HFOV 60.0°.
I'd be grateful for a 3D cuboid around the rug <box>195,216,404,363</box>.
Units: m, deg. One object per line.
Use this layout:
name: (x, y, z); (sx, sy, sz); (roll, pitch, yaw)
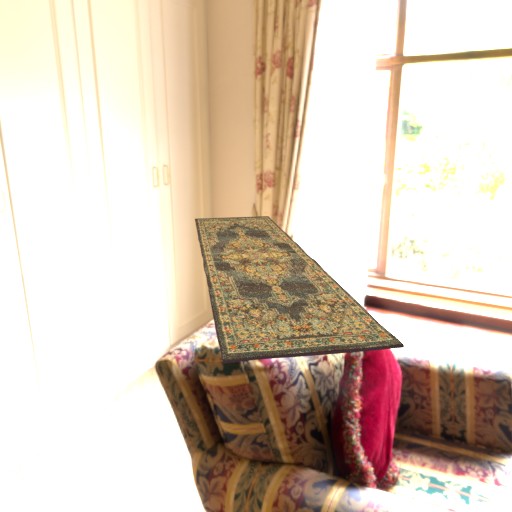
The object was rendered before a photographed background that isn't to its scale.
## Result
rug: (0.000, 0.000, 2.479); (0.602, 0.016, 2.283); (-3, 16, -9)
